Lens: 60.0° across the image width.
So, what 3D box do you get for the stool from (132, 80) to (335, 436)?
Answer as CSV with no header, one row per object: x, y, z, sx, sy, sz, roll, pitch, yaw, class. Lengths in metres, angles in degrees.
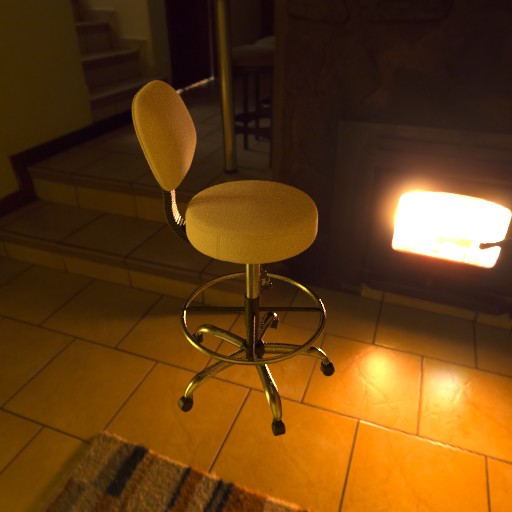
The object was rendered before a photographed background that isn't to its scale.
0.000,0.000,1.478,0.616,1.080,0.609,0,31,1,stool
